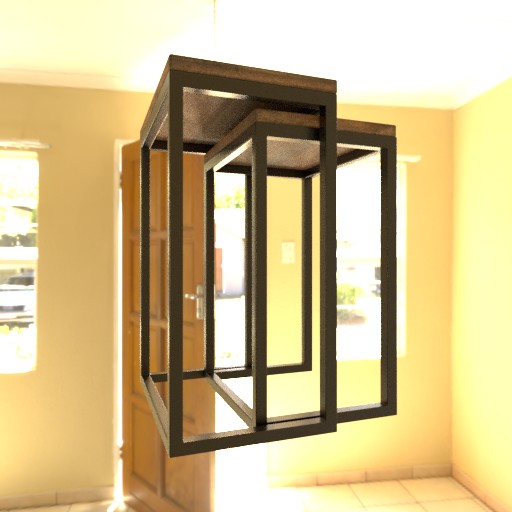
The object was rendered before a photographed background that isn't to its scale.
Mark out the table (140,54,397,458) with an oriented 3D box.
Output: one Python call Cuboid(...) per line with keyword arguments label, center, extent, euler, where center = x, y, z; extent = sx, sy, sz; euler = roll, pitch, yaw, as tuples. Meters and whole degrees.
Cuboid(label="table", center=(0.000, 0.000, 0.954), extent=(0.460, 0.615, 0.456), euler=(0, 0, -18))
